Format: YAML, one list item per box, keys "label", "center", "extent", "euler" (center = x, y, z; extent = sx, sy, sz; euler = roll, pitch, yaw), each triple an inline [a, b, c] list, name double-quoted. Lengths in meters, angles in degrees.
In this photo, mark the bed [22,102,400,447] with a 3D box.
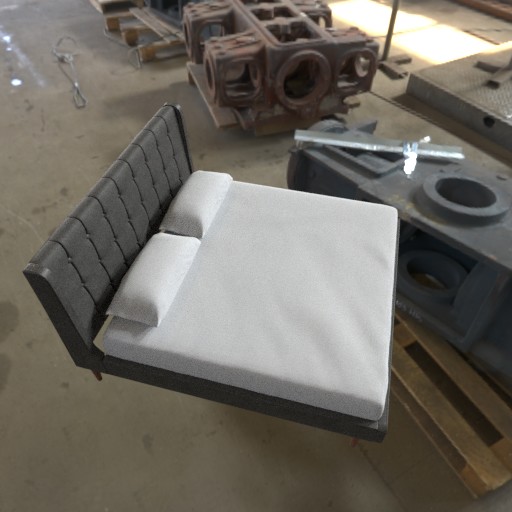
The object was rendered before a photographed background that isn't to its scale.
- label: "bed"
  center: [0.000, 0.000, 3.154]
  extent: [2.031, 1.158, 1.903]
  euler: [11, 47, 10]
